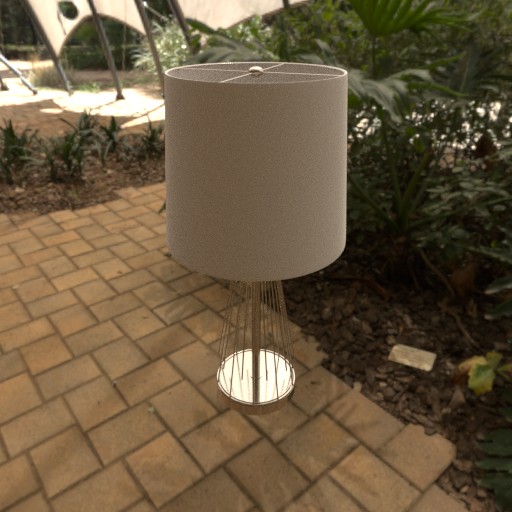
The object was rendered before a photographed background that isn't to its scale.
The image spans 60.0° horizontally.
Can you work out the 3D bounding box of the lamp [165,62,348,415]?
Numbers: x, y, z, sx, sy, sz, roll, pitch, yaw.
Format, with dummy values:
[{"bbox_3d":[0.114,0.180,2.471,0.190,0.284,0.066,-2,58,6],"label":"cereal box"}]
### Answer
[{"bbox_3d":[0.000,0.000,0.781,0.303,0.618,0.303,0,29,0],"label":"lamp"}]
